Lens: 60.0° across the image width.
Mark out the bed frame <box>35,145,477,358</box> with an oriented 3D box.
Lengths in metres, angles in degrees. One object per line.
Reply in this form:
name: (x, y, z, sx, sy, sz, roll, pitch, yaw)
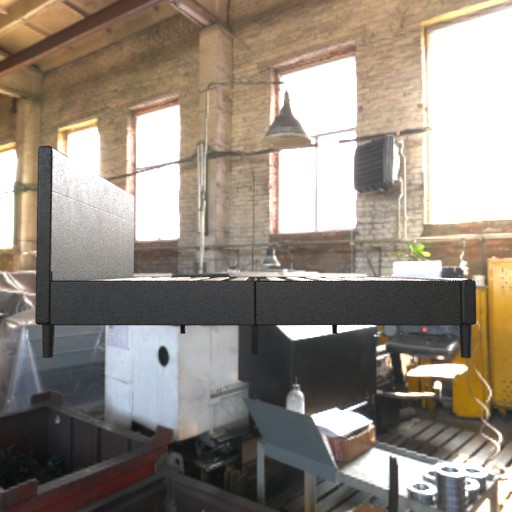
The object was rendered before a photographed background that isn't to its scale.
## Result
bed frame: (0.000, 0.000, 2.899, 2.152, 1.046, 1.469, 0, -2, 0)
